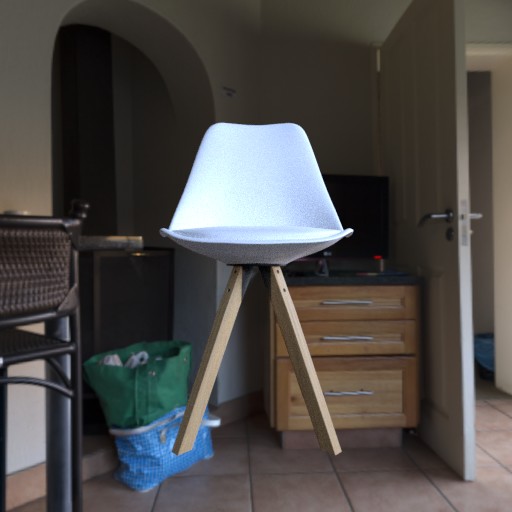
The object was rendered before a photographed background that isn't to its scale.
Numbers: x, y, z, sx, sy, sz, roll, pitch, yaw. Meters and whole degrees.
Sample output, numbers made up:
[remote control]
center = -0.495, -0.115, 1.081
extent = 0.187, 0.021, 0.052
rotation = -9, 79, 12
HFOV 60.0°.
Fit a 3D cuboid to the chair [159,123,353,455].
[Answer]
[chair]
center = 0.000, 0.000, 1.166
extent = 0.485, 0.849, 0.550
rotation = 0, 0, -1
